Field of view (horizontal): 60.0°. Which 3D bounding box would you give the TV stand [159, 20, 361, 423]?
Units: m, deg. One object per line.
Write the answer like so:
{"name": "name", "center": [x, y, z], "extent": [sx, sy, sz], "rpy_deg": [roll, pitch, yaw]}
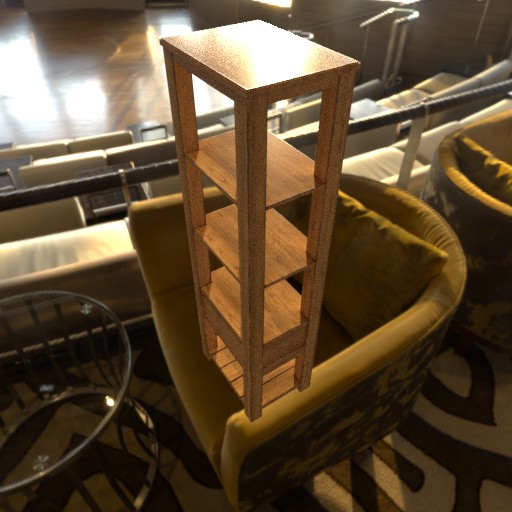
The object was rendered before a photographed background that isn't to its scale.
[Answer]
{"name": "TV stand", "center": [0.000, 0.000, 2.063], "extent": [0.435, 1.828, 0.565], "rpy_deg": [-24, 47, -24]}
